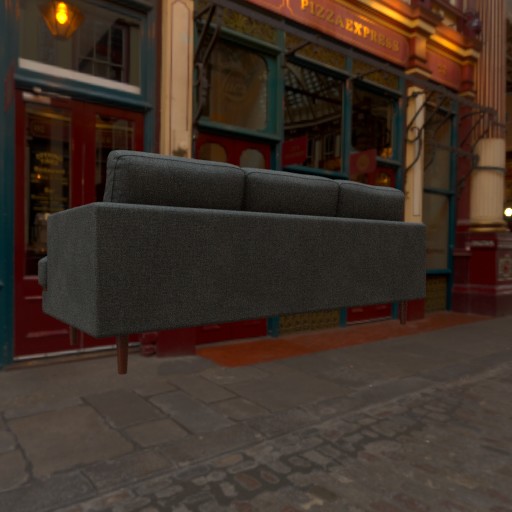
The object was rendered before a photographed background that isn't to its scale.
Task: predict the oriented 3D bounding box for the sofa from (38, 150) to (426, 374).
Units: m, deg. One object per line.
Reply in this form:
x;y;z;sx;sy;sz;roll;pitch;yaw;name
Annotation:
0.000;0.000;2.672;2.246;0.930;0.903;-1;1;-38;sofa
